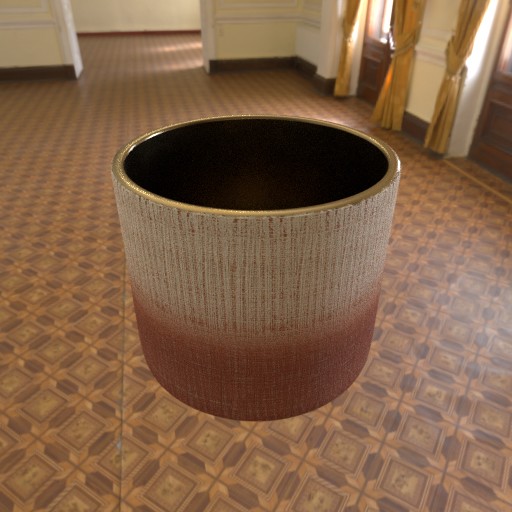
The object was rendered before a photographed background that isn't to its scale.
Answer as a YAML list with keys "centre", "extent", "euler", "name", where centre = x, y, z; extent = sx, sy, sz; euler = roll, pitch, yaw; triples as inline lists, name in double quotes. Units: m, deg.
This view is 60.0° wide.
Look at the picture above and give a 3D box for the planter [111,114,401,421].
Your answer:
- centre: [0.000, 0.000, 0.452]
  extent: [0.254, 0.221, 0.254]
  euler: [0, 33, 0]
  name: "planter"
